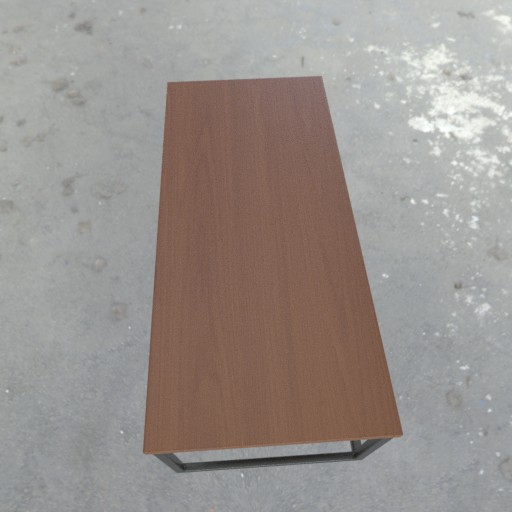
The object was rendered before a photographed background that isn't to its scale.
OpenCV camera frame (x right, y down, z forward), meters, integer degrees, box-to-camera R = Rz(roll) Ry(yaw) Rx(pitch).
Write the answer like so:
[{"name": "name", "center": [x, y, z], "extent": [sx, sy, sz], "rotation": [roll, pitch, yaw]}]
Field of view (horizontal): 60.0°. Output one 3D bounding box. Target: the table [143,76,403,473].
[{"name": "table", "center": [0.000, 0.000, 1.306], "extent": [0.500, 0.400, 1.100], "rotation": [-3, 58, -2]}]
